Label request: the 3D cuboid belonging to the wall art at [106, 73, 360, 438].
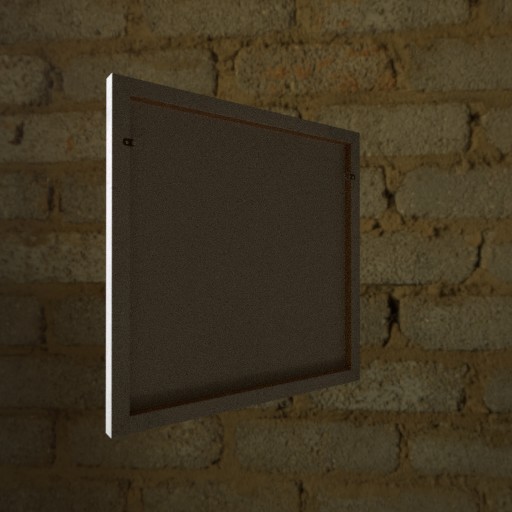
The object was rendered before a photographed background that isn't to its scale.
[{"bbox_3d":[0.000,0.000,1.156,0.762,0.762,0.041,0,0,-35],"label":"wall art"}]
